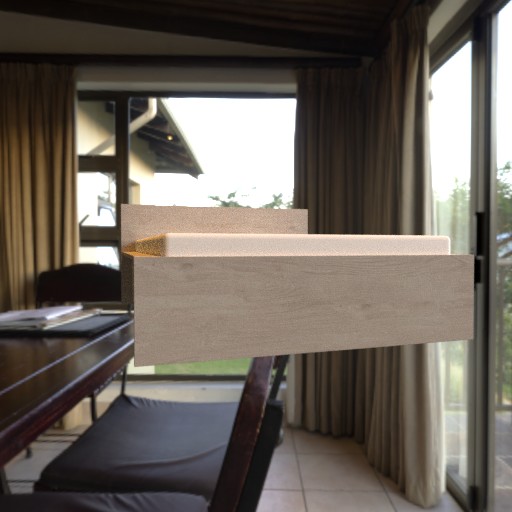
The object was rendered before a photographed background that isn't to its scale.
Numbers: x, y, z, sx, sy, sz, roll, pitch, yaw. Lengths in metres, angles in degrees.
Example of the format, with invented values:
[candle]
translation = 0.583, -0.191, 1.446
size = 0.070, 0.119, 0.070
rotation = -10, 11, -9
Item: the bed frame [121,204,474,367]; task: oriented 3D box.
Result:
[bed frame]
translation = 0.000, 0.000, 2.866
size = 1.622, 0.800, 1.960
rotation = 0, 1, -18
